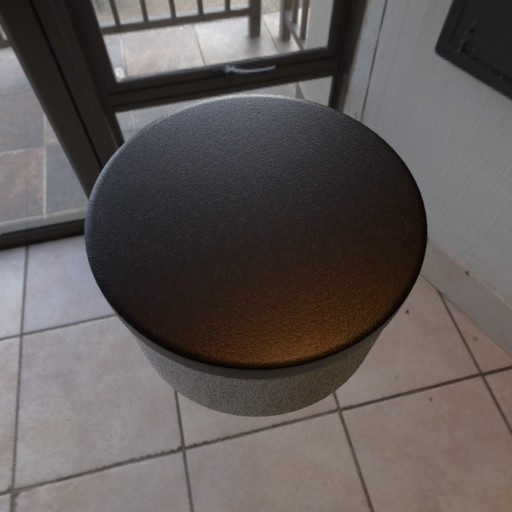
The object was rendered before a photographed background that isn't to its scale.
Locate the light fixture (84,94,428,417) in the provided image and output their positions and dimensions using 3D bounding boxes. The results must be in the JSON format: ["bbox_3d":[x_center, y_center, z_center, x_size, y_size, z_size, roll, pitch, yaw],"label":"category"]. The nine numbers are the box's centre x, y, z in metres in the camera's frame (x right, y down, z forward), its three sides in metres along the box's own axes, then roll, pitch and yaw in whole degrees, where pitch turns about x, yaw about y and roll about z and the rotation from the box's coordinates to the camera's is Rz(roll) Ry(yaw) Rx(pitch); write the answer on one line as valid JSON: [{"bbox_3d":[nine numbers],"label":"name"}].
[{"bbox_3d":[0.000,0.000,0.608,0.389,0.229,0.389,0,58,0],"label":"light fixture"}]
